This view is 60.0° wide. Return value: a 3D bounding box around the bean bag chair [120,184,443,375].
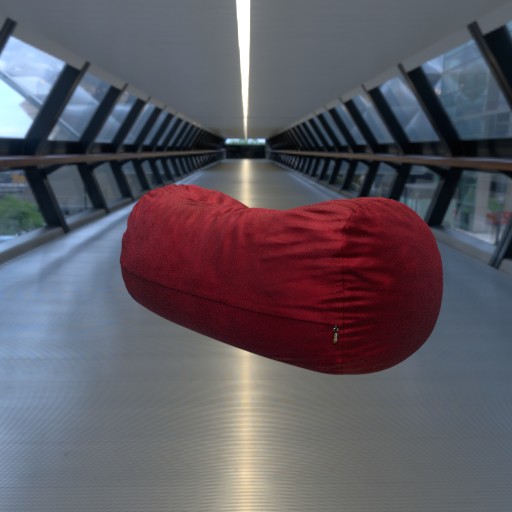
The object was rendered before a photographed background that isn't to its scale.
[{"bbox_3d":[0.000,0.000,2.871,2.293,0.867,1.216,11,17,42],"label":"bean bag chair"}]
